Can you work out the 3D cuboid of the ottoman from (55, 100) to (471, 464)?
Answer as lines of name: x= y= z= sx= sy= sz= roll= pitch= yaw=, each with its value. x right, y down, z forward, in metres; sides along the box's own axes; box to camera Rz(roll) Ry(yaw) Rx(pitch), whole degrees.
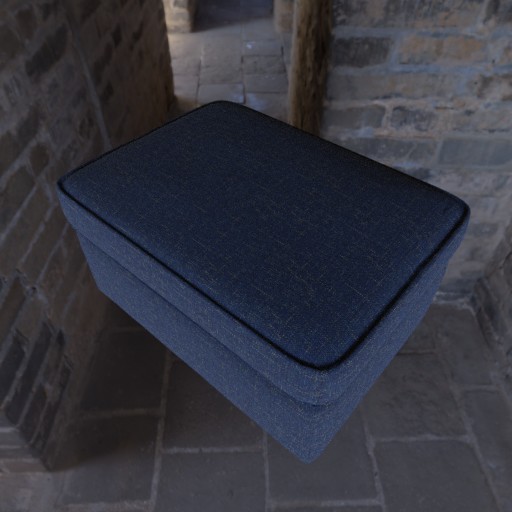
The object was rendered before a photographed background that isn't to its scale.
ottoman: x=0.000 y=0.000 z=1.053 sx=0.749 sy=0.450 sz=0.549 roll=32 pitch=53 yaw=28
